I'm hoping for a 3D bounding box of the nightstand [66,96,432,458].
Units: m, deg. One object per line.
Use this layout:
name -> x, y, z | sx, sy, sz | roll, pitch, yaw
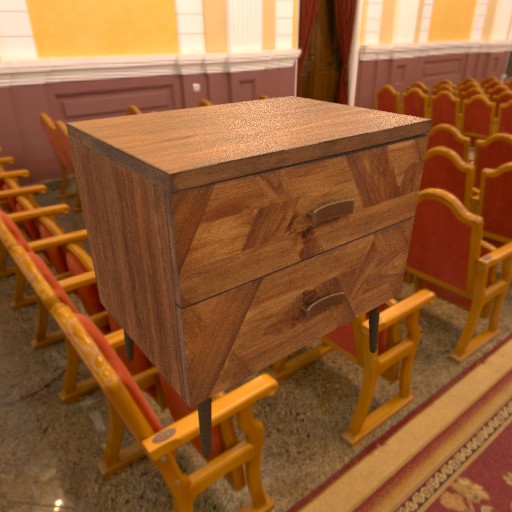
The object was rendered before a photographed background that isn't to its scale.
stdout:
nightstand -> 0.000, 0.000, 1.036 | 0.610, 0.610, 0.458 | -20, 34, -33
